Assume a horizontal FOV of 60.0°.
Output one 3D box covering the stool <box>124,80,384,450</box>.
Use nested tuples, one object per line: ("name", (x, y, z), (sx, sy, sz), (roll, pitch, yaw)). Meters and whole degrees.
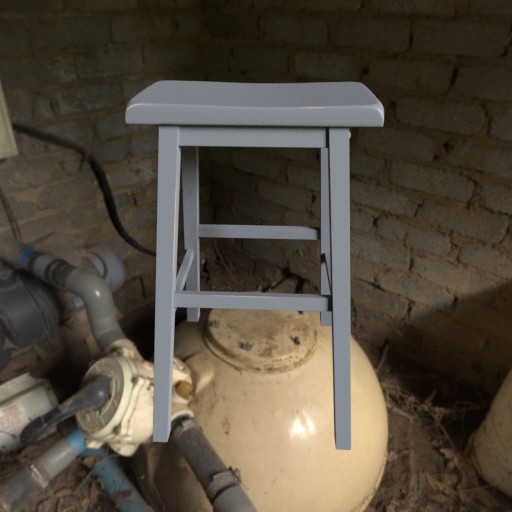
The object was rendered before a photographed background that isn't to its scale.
("stool", (0.000, 0.000, 1.039), (0.457, 0.737, 0.476), (1, 30, 2))
